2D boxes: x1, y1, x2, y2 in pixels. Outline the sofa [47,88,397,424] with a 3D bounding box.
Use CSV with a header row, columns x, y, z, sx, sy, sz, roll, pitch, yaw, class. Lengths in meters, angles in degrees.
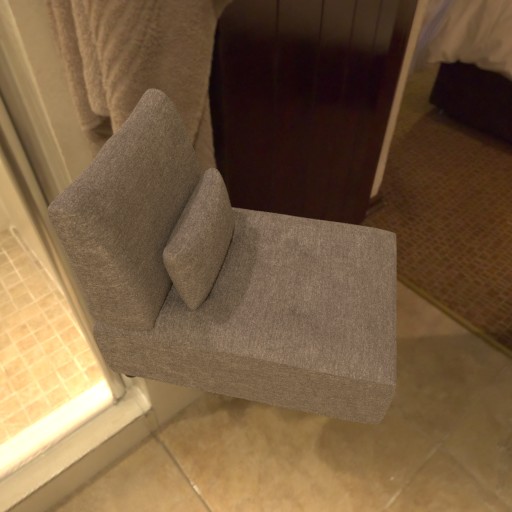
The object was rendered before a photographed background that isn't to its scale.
x,y,z,sx,sy,sz,roll,pitch,yaw,class
0.000,0.000,1.536,1.000,0.820,0.700,9,47,9,sofa
